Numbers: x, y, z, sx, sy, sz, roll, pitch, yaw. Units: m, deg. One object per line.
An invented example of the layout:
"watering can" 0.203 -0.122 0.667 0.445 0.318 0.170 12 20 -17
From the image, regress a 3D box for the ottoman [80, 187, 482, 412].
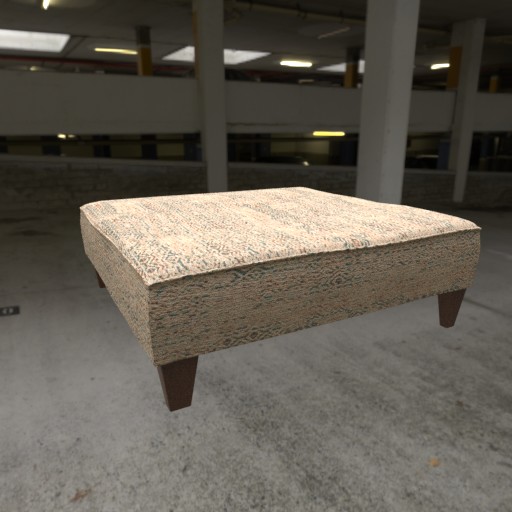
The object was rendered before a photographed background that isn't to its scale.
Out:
"ottoman" 0.000 0.000 1.517 1.004 0.356 0.968 -9 18 -27
